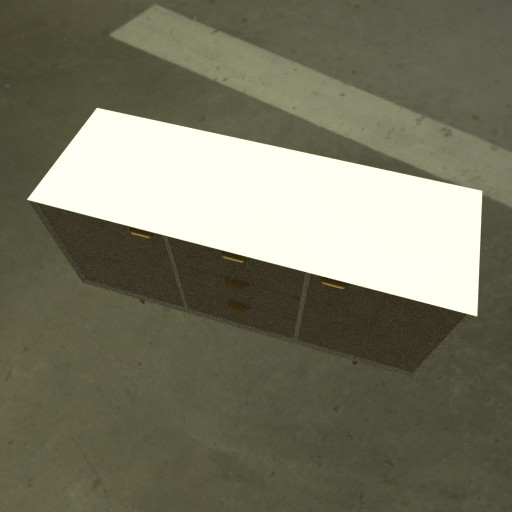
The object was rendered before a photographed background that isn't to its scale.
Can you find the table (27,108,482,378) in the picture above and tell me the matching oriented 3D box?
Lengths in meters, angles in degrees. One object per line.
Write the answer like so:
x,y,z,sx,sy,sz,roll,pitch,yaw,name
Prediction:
0.000,0.000,1.862,1.500,0.769,0.508,14,58,9,table
